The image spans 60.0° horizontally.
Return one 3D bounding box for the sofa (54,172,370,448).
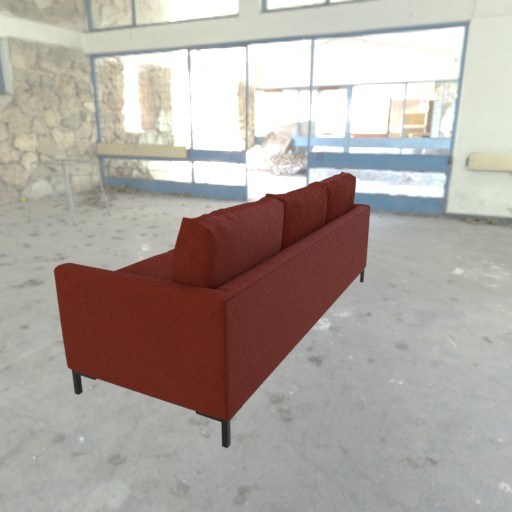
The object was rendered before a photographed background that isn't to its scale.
[{"bbox_3d":[0.000,0.000,2.705,0.875,0.879,2.252,8,18,26],"label":"sofa"}]
